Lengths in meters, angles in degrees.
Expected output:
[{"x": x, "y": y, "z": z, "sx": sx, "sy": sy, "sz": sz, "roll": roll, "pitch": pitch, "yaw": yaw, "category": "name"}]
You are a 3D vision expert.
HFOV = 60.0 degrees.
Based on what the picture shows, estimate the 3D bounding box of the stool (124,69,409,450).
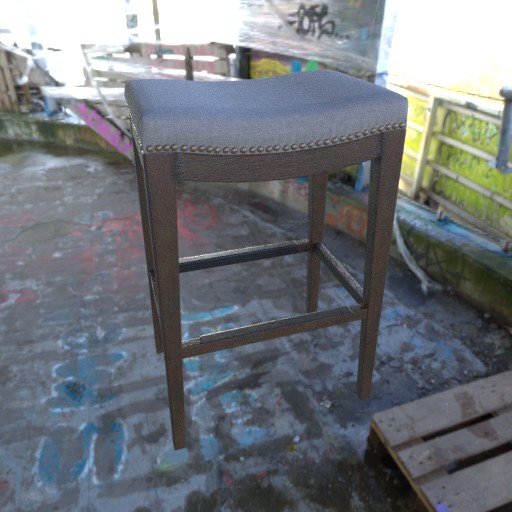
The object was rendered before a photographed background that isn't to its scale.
[{"x": 0.000, "y": 0.000, "z": 1.037, "sx": 0.508, "sy": 0.762, "sz": 0.356, "roll": -9, "pitch": 32, "yaw": -15, "category": "stool"}]
